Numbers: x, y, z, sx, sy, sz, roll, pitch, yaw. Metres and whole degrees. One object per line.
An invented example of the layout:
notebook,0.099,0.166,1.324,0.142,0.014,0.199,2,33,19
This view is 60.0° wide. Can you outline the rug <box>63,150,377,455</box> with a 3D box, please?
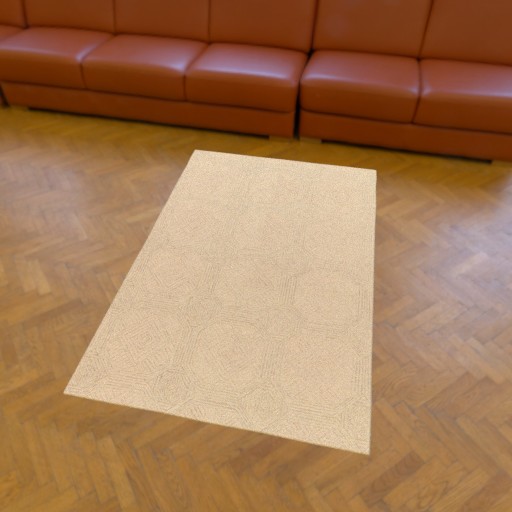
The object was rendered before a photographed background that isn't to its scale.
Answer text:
rug,0.000,0.000,2.340,1.236,0.009,1.839,8,46,8
